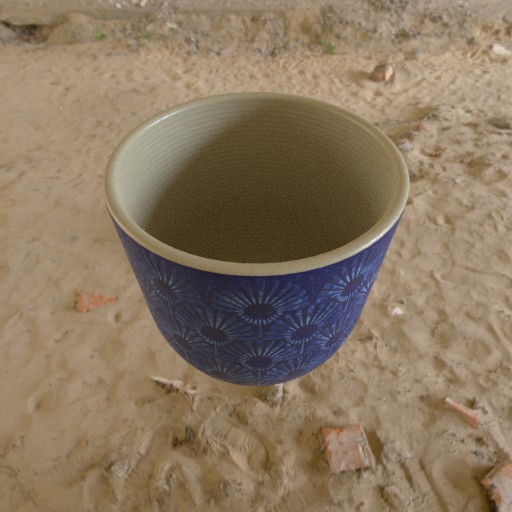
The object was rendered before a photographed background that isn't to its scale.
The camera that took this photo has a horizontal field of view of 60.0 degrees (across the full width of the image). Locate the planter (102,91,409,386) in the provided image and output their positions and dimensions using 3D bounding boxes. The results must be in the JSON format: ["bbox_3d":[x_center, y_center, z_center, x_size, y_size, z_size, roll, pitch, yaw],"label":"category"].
[{"bbox_3d":[0.000,0.000,0.373,0.206,0.190,0.206,0,46,0],"label":"planter"}]
